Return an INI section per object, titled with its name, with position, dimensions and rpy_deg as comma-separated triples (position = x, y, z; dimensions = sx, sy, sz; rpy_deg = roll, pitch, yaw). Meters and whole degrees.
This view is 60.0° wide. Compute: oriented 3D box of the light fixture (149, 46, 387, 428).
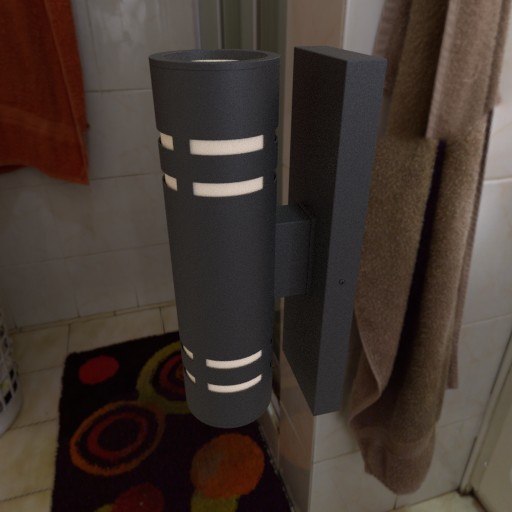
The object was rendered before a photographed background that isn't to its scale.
[light fixture]
position = 0.000, 0.000, 0.396
dimensions = 0.149, 0.330, 0.105
rpy_deg = -8, 31, -13
